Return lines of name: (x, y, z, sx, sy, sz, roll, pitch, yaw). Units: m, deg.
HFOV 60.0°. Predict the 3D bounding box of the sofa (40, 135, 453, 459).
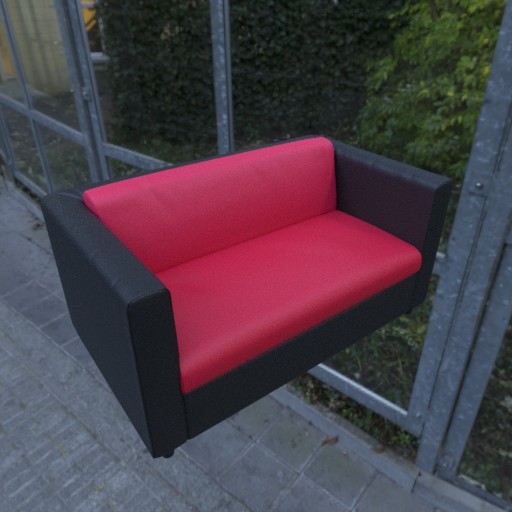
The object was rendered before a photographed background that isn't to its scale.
sofa: (0.000, 0.000, 1.878, 1.410, 0.735, 0.845, -21, 36, -31)
